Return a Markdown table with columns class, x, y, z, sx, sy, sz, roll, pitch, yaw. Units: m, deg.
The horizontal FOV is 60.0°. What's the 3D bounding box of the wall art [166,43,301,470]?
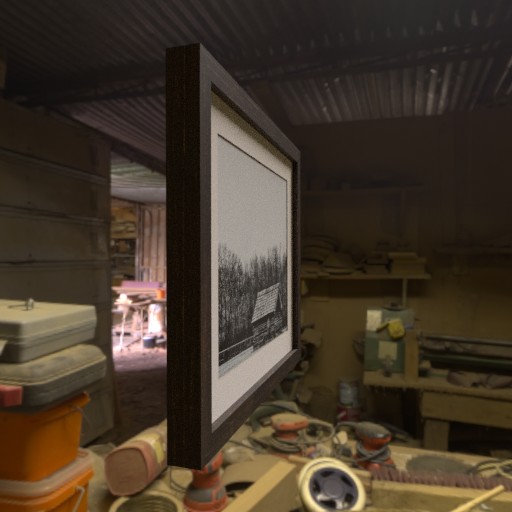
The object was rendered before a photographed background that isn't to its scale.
| class | x | y | z | sx | sy | sz | roll | pitch | yaw |
| --- | --- | --- | --- | --- | --- | --- | --- | --- | --- |
| wall art | 0.000 | 0.000 | 0.529 | 0.031 | 0.330 | 0.381 | 0 | 0 | 17 |
